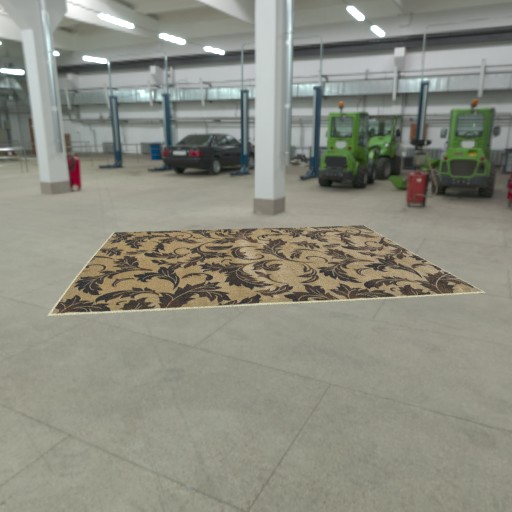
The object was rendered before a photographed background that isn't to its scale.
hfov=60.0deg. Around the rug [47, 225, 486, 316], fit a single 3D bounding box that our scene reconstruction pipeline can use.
[{"bbox_3d":[0.000,0.000,4.076,2.977,0.008,2.380,-2,16,-8],"label":"rug"}]
